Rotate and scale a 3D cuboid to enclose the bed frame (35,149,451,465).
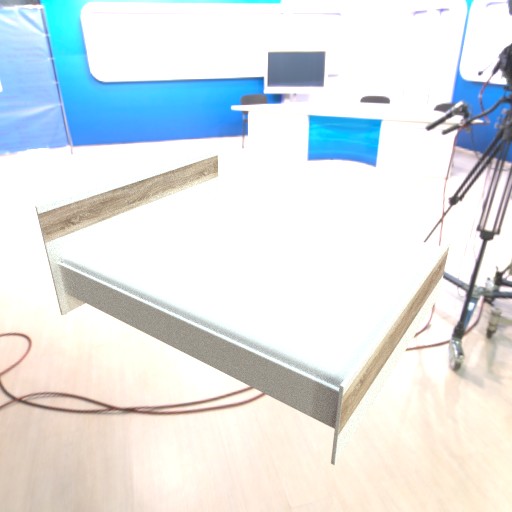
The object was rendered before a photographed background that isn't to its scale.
[{"bbox_3d":[0.000,0.000,2.963,2.060,0.800,1.720,18,32,31],"label":"bed frame"}]
